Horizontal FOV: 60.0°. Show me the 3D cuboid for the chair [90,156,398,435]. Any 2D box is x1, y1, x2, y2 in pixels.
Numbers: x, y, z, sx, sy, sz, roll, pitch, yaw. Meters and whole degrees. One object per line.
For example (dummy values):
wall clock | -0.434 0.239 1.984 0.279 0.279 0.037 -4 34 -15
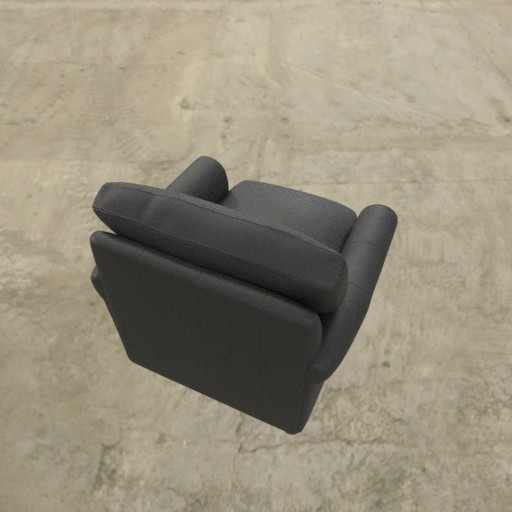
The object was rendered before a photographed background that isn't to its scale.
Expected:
chair | 0.000 0.000 1.822 1.015 0.960 1.027 23 50 21
